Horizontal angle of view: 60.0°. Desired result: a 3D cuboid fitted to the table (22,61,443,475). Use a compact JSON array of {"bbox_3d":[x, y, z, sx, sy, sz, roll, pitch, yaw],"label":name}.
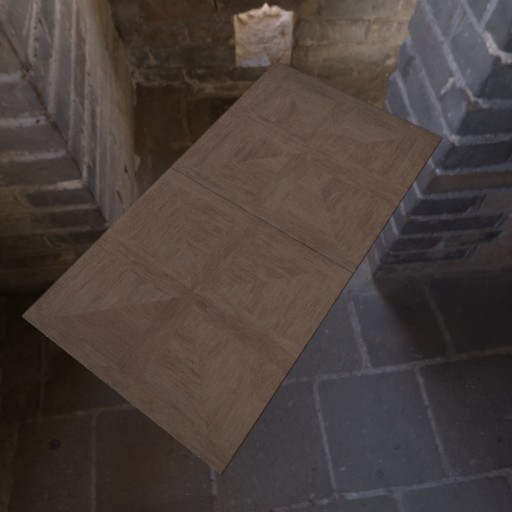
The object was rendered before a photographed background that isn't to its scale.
[{"bbox_3d":[0.000,0.000,2.371,1.016,0.768,1.881,31,66,16],"label":"table"}]
